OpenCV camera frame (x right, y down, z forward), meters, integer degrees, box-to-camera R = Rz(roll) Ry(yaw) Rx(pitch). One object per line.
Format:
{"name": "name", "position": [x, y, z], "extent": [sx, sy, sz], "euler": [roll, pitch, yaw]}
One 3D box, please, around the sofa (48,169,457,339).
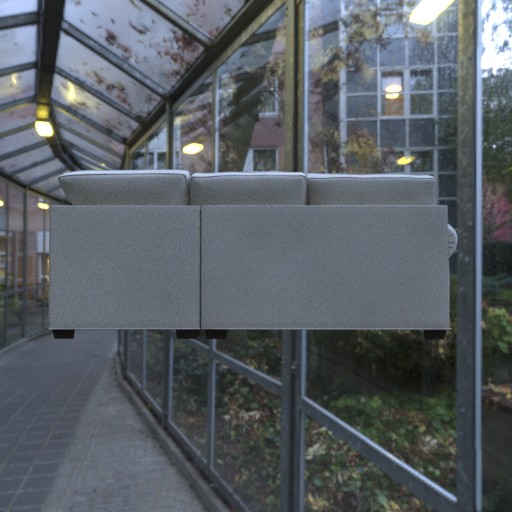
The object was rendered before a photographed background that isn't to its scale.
{"name": "sofa", "position": [0.000, 0.000, 3.923], "extent": [2.487, 1.054, 2.569], "euler": [0, -1, 0]}
